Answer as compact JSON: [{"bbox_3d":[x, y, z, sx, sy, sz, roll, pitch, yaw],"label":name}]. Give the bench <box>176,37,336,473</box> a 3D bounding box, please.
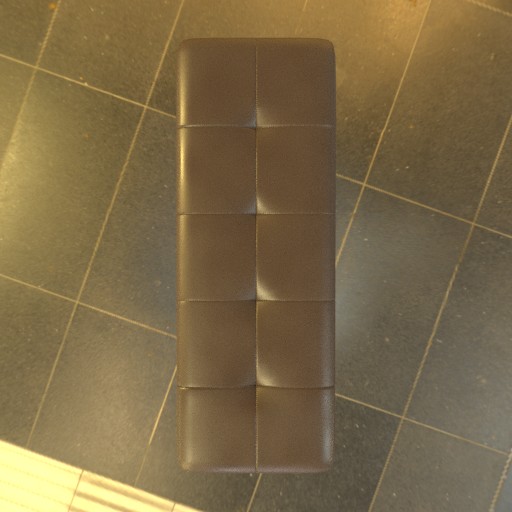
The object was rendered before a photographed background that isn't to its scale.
[{"bbox_3d":[0.000,0.000,1.423,0.450,0.417,1.219,0,91,0],"label":"bench"}]
